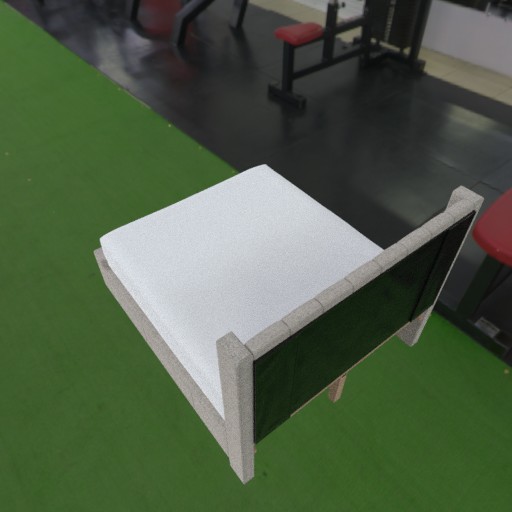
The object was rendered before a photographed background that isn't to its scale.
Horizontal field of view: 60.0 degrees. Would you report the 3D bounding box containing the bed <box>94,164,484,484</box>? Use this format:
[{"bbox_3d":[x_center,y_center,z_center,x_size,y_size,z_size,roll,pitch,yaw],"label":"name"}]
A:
[{"bbox_3d":[0.000,0.000,3.768,2.044,1.748,2.372,-29,53,-25],"label":"bed"}]
